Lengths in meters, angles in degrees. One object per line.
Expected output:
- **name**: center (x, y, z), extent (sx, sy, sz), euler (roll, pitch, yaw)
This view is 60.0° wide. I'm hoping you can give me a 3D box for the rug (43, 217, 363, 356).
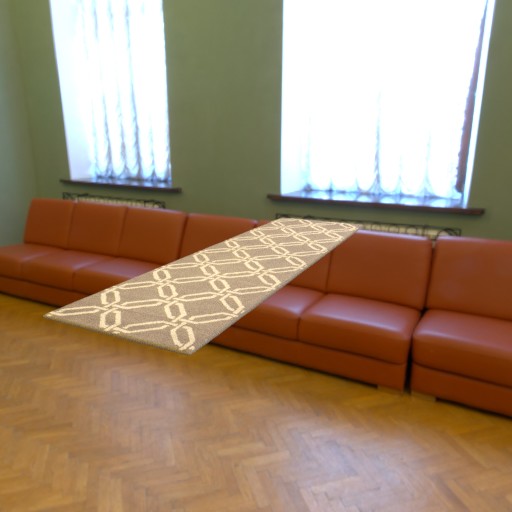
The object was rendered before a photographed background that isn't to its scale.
- **rug**: center (0.000, 0.000, 2.521), extent (0.678, 0.014, 2.276), euler (8, 17, 26)
